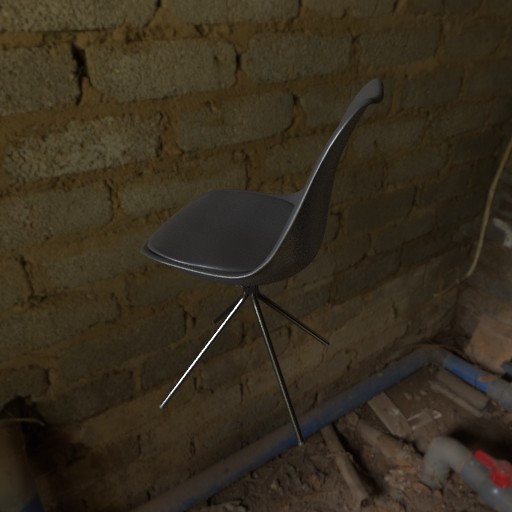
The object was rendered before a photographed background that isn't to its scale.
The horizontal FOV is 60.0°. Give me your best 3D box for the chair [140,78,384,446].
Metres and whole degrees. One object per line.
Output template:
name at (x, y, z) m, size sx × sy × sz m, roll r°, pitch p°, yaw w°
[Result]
chair at (0.000, 0.000, 1.144) m, size 0.525 × 0.850 × 0.461 m, roll 9°, pitch 32°, yaw 15°
